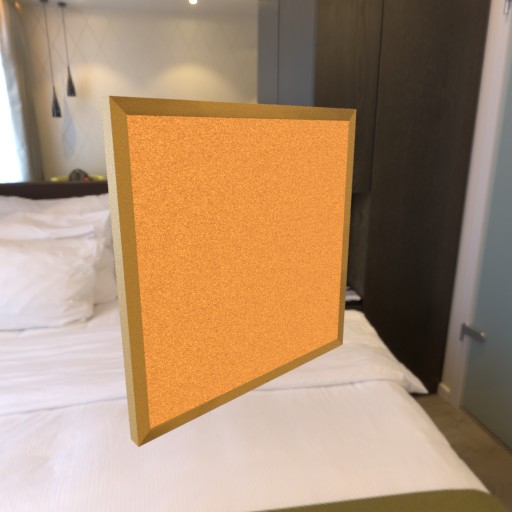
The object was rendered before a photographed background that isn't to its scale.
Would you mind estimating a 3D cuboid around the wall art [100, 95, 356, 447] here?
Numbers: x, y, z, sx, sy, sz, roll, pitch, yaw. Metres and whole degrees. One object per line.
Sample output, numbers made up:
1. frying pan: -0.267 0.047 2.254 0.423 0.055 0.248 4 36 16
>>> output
1. wall art: 0.000 0.000 1.176 0.762 0.762 0.038 -14 21 -40
